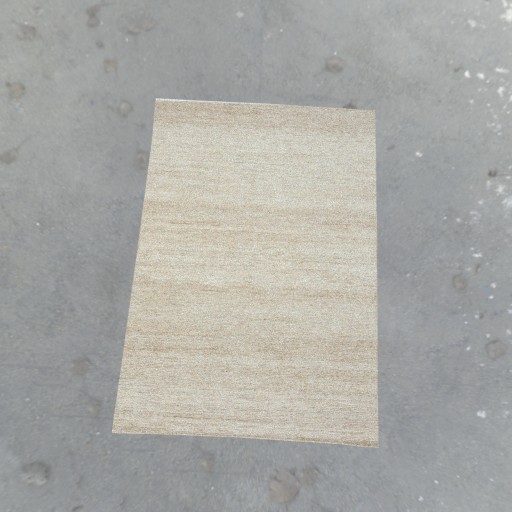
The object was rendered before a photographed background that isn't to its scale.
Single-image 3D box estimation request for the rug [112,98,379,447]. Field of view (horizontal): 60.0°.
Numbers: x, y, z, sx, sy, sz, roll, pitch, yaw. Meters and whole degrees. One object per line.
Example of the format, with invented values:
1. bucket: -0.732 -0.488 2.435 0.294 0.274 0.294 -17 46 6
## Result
1. rug: 0.000 0.000 2.921 1.596 0.030 2.283 3 75 1
